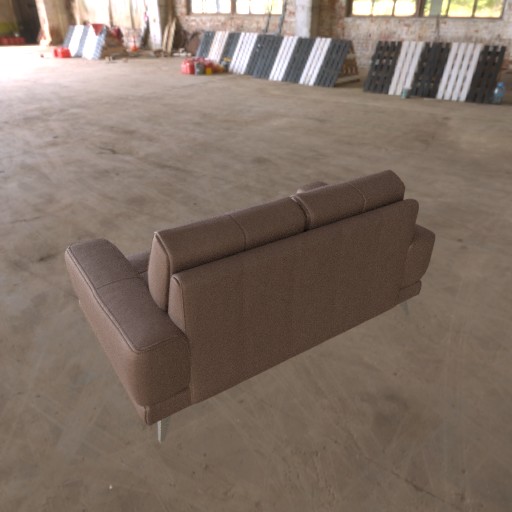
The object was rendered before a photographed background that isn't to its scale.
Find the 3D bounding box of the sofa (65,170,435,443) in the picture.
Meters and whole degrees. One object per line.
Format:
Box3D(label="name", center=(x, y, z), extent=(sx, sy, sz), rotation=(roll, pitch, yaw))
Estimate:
Box3D(label="sofa", center=(0.000, 0.000, 2.436), extent=(1.806, 0.907, 1.018), rotation=(-18, 35, -29))
